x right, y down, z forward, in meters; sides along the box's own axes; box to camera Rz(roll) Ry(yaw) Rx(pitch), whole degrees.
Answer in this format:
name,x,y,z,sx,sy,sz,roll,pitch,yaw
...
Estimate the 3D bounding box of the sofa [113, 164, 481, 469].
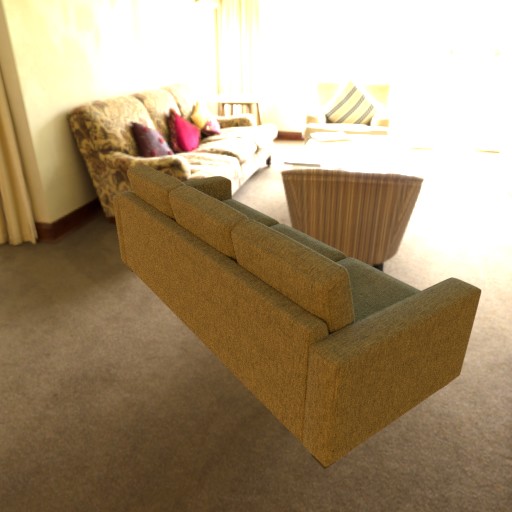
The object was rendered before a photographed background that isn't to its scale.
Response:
name,x,y,z,sx,sy,sz,roll,pitch,yaw
sofa,0.000,0.000,2.531,0.900,0.800,2.160,-17,31,-31
